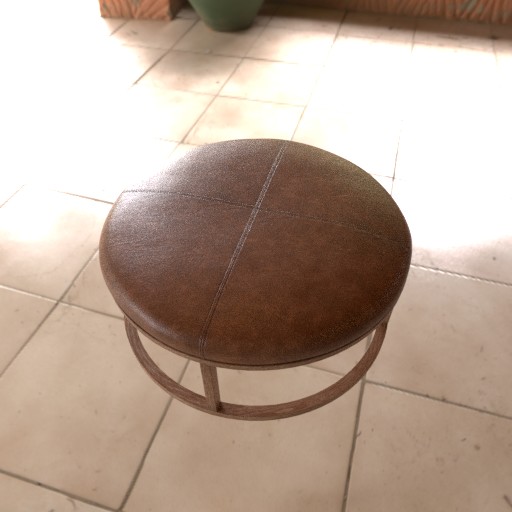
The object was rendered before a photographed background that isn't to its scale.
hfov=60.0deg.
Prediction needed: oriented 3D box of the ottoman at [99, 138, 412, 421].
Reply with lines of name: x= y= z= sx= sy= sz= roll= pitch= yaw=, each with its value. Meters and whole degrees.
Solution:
ottoman: x=0.000 y=0.000 z=1.562 sx=1.006 sy=0.445 sz=1.006 roll=0 pitch=46 yaw=0
